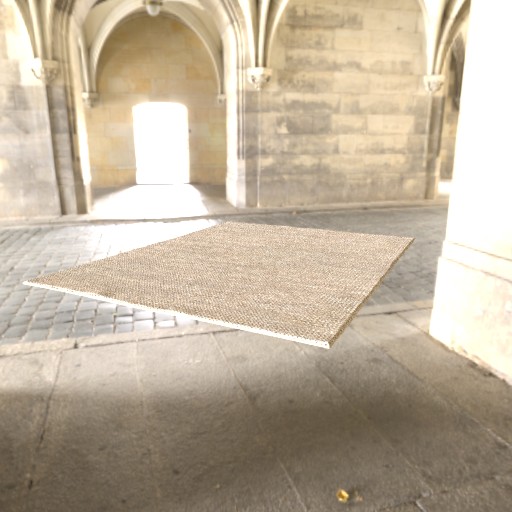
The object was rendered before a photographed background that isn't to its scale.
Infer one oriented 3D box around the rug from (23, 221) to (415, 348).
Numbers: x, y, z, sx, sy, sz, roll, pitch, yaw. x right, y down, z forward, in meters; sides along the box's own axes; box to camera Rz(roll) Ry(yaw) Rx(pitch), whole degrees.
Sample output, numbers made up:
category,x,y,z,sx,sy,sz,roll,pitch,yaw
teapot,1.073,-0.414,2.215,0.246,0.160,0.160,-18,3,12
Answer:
category,x,y,z,sx,sy,sz,roll,pitch,yaw
rug,0.000,0.000,4.148,2.429,0.030,3.052,7,16,26
